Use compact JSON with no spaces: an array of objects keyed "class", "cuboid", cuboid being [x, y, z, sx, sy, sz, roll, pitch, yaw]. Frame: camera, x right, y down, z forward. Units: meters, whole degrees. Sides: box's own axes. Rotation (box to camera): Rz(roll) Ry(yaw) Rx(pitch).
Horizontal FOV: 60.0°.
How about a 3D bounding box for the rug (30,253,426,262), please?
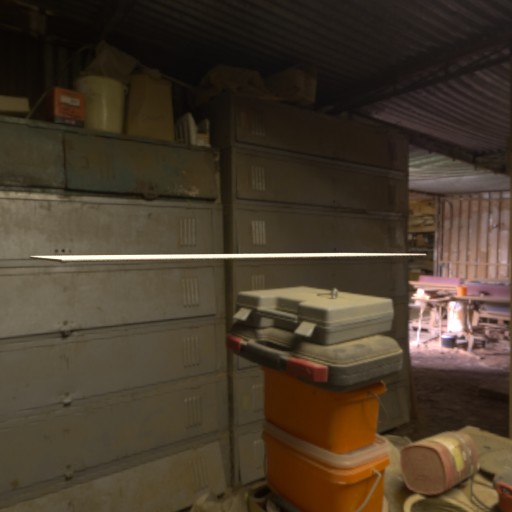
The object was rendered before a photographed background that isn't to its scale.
[{"class":"rug","cuboid":[0.000,0.000,2.774,2.450,0.014,0.793,-1,1,-36]}]
